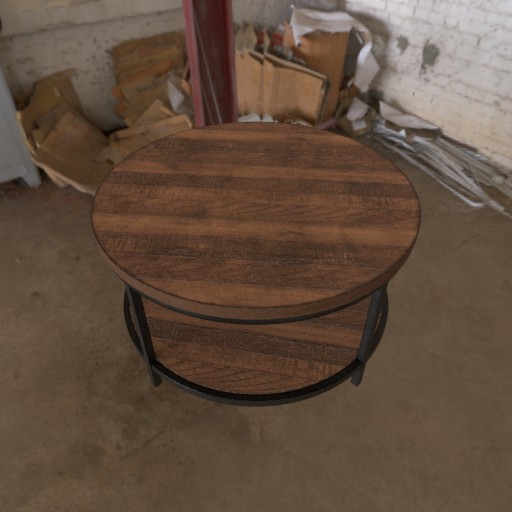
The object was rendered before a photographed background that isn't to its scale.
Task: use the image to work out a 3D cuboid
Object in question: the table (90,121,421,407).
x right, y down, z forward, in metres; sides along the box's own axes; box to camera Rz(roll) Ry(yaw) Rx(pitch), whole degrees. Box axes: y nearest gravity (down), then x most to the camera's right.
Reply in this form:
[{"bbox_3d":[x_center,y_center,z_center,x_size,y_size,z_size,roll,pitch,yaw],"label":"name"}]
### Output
[{"bbox_3d":[0.000,0.000,1.316,0.837,0.462,0.837,0,41,0],"label":"table"}]
